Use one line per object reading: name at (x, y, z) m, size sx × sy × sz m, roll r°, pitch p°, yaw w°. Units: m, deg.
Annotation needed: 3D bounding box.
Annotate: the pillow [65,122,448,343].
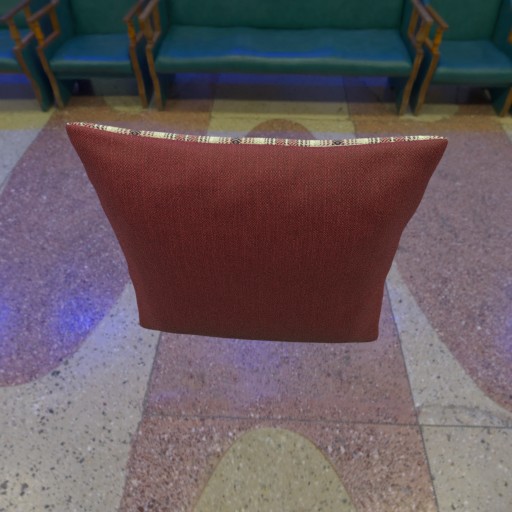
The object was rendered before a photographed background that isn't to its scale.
pillow at (0.000, 0.000, 0.767) m, size 0.513 × 0.497 × 0.166 m, roll 3°, pitch 48°, yaw 3°
